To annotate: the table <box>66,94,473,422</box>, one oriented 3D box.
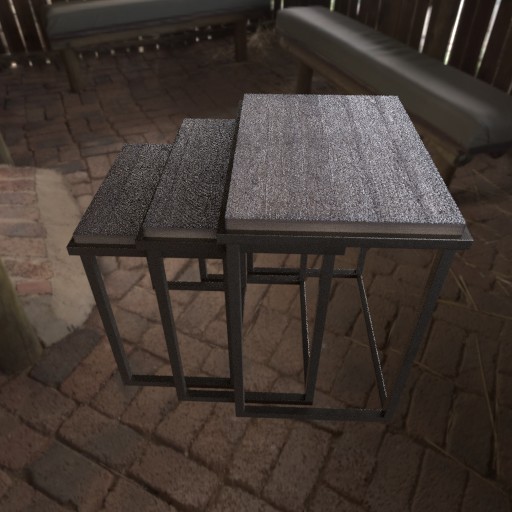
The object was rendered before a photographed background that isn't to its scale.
[{"bbox_3d":[0.000,0.000,1.103,0.706,0.610,0.559,1,41,2],"label":"table"}]
